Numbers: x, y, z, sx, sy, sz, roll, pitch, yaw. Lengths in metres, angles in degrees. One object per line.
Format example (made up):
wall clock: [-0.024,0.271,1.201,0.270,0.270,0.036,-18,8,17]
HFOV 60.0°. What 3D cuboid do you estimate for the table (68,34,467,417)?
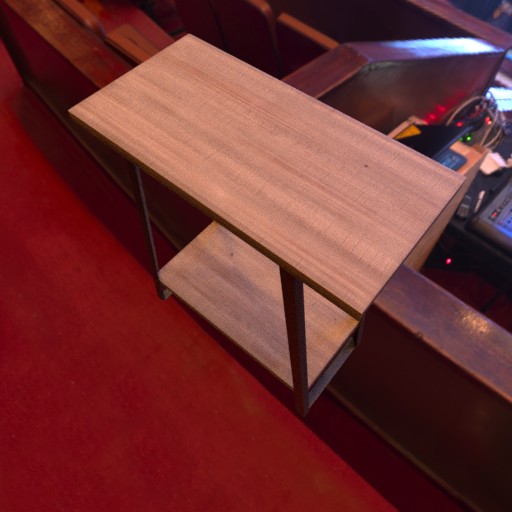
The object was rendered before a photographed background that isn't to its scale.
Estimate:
table: [0.000,0.000,1.021,0.599,0.701,0.300,35,64,20]
